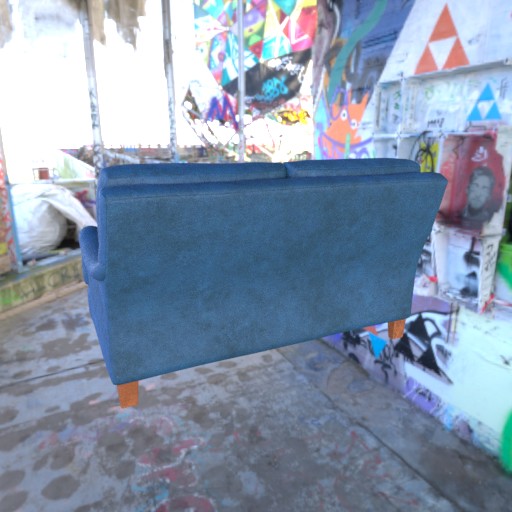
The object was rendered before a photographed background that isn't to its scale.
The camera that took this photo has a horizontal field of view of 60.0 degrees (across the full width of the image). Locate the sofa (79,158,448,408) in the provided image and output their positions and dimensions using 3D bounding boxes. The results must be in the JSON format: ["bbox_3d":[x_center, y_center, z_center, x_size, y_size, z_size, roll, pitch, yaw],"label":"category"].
[{"bbox_3d":[0.000,0.000,2.553,1.853,1.101,1.084,-7,16,-25],"label":"sofa"}]
